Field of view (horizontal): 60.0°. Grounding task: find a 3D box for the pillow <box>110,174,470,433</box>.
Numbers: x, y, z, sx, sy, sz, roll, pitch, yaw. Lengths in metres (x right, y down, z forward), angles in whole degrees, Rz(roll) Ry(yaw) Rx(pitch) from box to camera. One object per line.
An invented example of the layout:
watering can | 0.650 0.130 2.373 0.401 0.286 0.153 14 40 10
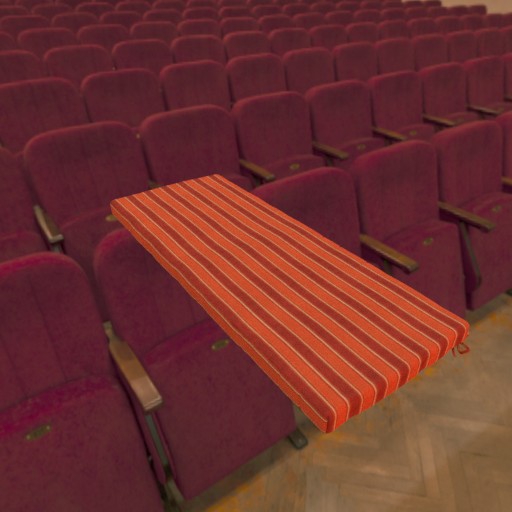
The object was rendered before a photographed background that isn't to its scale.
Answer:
pillow | 0.000 0.000 1.329 0.492 0.081 1.187 -20 37 -29
